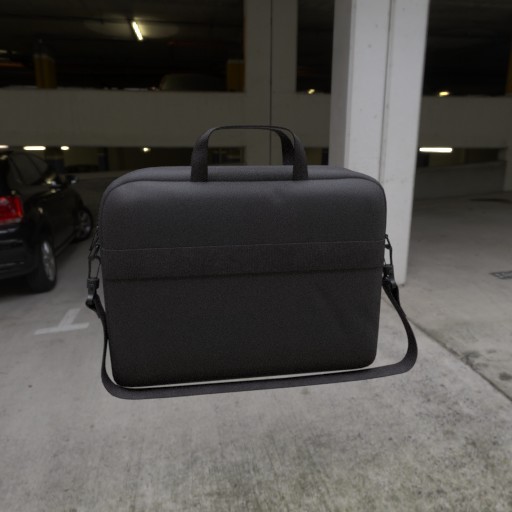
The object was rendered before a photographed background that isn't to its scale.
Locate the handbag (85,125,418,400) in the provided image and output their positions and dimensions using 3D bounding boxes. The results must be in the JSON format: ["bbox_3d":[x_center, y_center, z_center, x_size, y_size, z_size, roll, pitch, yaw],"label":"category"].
[{"bbox_3d":[0.000,0.000,0.435,0.320,0.244,0.089,-2,14,-9],"label":"handbag"}]
